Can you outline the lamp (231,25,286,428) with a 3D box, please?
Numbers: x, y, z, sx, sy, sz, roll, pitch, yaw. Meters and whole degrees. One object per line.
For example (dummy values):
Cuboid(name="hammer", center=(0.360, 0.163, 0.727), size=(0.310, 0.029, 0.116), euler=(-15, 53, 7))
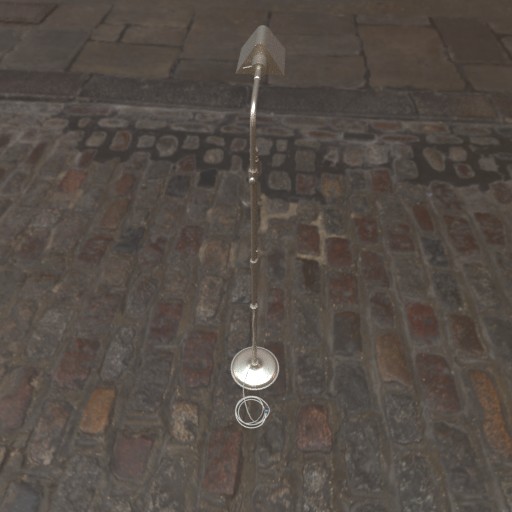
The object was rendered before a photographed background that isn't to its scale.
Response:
Cuboid(name="lamp", center=(0.000, 0.000, 1.855), size=(0.256, 1.571, 0.813), euler=(3, 47, 3))
